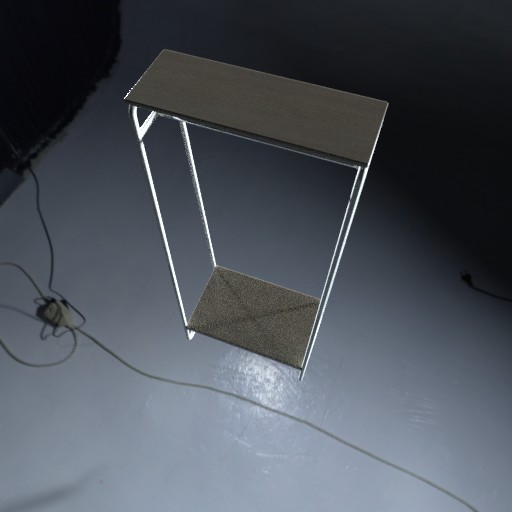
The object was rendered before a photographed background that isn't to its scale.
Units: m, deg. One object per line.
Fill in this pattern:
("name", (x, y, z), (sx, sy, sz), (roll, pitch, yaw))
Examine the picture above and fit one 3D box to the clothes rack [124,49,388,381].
("clothes rack", (0.000, 0.000, 1.776), (0.640, 1.512, 0.400), (18, 60, 11))
